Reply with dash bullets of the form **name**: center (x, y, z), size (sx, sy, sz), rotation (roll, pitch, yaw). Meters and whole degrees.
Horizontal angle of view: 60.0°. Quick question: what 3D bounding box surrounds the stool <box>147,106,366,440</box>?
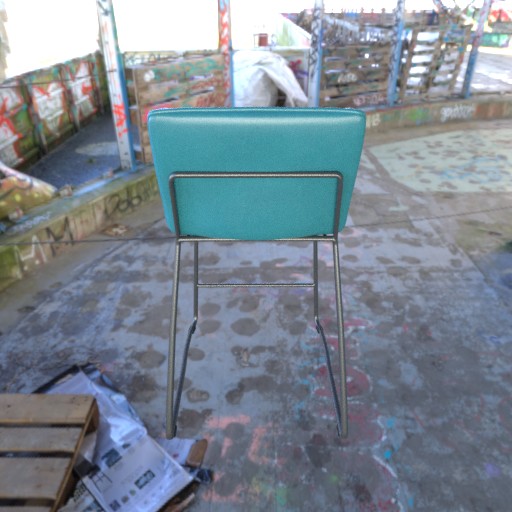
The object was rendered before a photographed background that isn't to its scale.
- **stool**: center (0.000, 0.000, 1.188), size (0.489, 0.866, 0.524), rotation (0, 30, 0)
